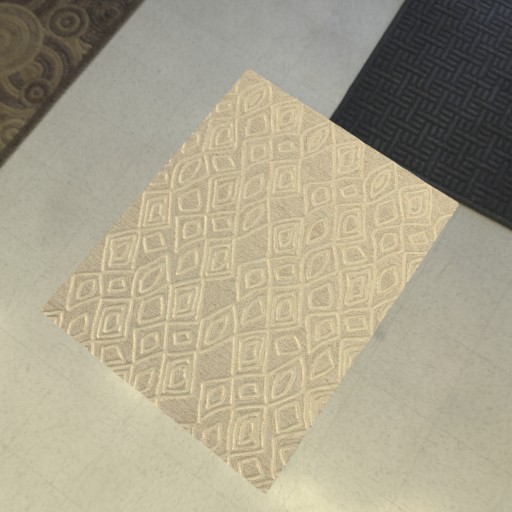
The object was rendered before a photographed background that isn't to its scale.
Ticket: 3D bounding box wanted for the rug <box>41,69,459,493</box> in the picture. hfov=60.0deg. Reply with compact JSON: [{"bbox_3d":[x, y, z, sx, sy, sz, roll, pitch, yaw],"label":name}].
[{"bbox_3d":[0.000,0.000,3.981,2.449,0.025,3.049,36,78,8],"label":"rug"}]
